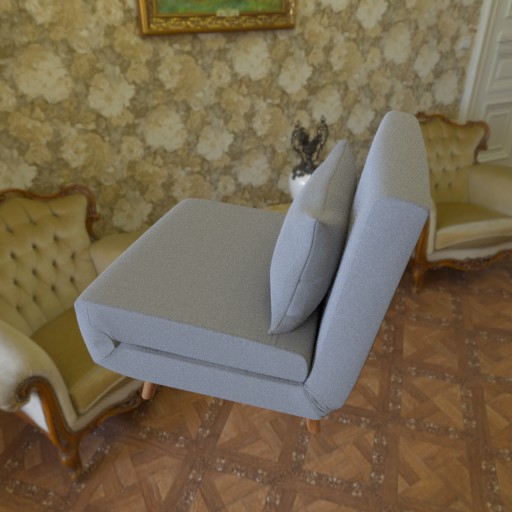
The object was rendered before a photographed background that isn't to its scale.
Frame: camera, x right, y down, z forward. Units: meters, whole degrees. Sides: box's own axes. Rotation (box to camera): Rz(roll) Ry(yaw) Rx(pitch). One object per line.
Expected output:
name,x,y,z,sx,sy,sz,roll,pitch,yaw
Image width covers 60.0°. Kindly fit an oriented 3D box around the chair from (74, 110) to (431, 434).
chair,0.000,0.000,1.420,0.902,0.808,0.770,8,31,13
